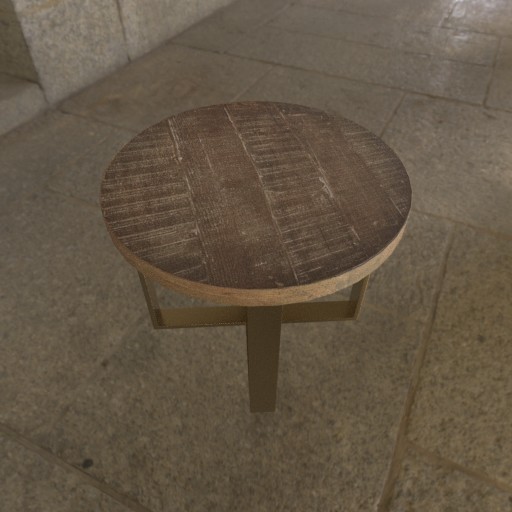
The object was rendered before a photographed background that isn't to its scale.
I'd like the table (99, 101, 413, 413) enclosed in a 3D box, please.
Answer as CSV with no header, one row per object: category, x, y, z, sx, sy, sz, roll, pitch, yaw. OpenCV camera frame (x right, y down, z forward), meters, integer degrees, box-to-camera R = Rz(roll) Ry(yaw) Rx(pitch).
table,0.000,0.000,0.969,0.557,0.437,0.557,0,46,0
